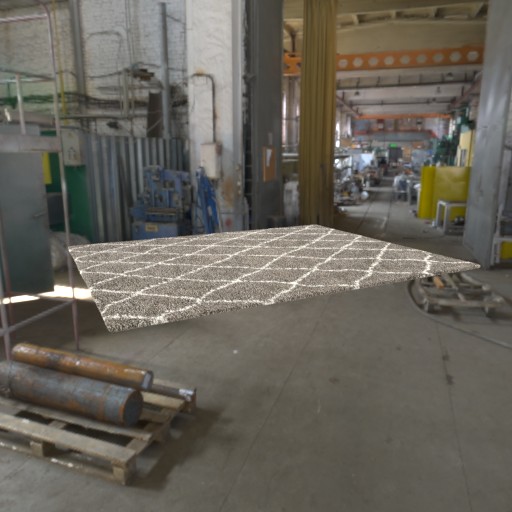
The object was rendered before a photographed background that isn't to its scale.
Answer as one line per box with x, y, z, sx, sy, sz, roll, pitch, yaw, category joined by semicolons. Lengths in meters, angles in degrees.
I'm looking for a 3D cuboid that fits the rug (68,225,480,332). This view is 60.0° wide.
0.000;0.000;4.124;3.047;0.029;2.438;-7;15;-27;rug
